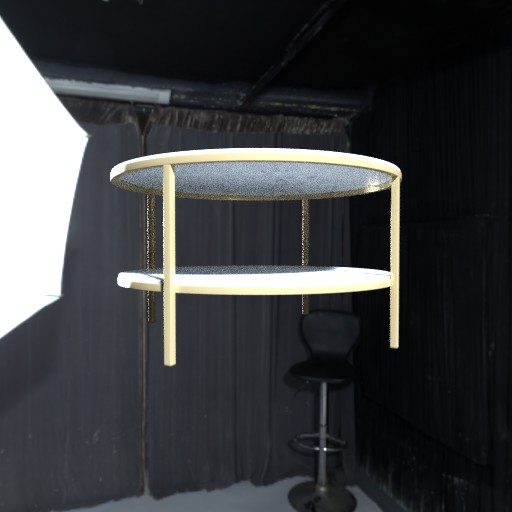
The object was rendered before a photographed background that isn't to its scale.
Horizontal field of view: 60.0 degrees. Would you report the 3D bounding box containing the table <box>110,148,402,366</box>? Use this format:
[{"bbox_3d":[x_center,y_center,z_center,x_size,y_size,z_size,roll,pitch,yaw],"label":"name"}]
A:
[{"bbox_3d":[0.000,0.000,1.287,0.800,0.450,0.800,0,1,0],"label":"table"}]
